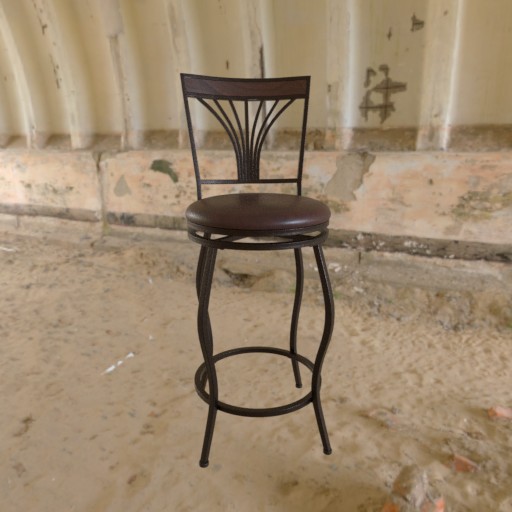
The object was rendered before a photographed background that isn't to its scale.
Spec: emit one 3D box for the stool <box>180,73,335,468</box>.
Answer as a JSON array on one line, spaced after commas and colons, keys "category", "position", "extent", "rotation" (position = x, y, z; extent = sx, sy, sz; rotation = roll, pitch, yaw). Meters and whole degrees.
[{"category": "stool", "position": [0.000, 0.000, 1.387], "extent": [0.433, 1.117, 0.514], "rotation": [-2, 15, -8]}]
